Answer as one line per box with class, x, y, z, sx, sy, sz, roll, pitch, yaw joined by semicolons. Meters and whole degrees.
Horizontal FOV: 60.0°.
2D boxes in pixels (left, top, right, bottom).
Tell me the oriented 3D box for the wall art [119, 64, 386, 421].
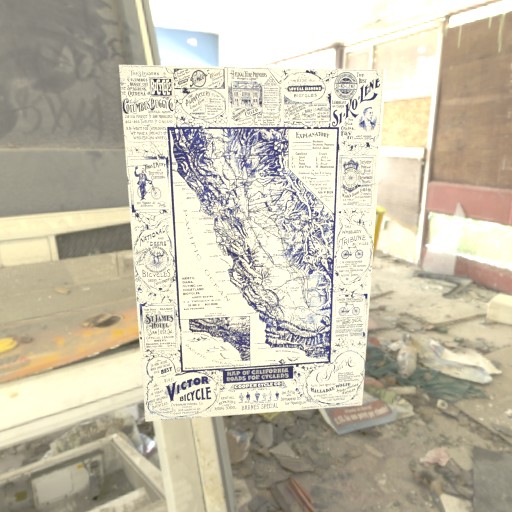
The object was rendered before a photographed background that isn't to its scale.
wall art;0.000;0.000;0.957;0.511;0.753;0.039;-2;15;-7
